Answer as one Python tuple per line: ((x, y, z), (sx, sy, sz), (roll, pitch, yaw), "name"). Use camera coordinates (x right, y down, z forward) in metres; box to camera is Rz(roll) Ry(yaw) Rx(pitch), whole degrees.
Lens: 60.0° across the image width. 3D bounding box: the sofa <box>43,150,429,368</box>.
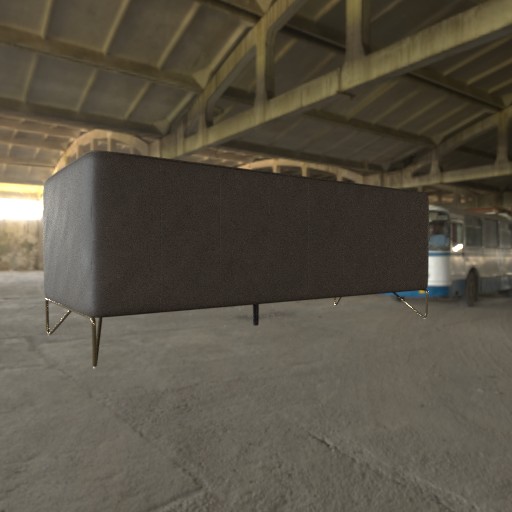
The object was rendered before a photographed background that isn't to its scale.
((0.000, 0.000, 2.506), (2.087, 0.789, 0.867), (0, 1, -36), "sofa")
